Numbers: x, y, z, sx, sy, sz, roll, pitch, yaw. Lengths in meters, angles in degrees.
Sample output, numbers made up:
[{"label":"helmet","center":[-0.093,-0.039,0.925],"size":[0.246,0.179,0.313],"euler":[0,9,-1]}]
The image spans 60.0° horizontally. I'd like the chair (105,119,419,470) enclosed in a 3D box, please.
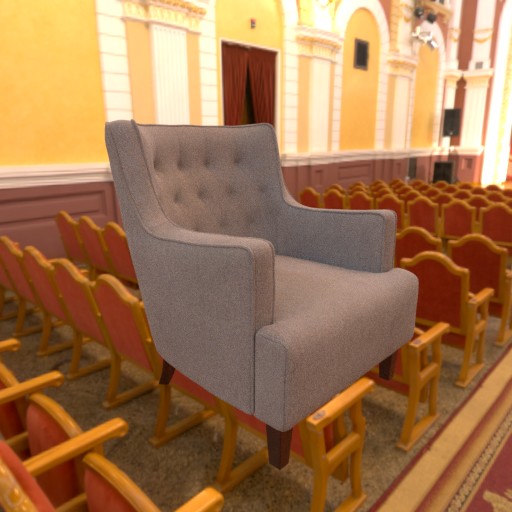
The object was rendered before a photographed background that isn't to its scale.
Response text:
[{"label":"chair","center":[0.000,0.000,1.561],"size":[0.910,0.919,0.781],"euler":[14,20,41]}]
